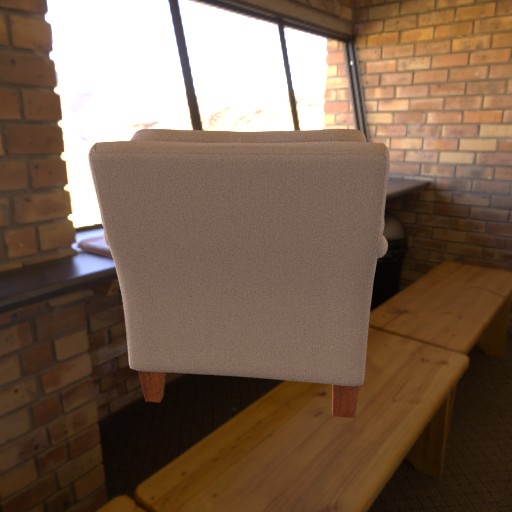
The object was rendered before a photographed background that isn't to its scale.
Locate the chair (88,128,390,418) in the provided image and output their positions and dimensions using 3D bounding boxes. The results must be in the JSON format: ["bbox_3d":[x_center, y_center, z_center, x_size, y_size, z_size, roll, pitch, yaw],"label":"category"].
[{"bbox_3d":[0.000,0.000,1.877,0.955,1.038,1.070,2,16,7],"label":"chair"}]
